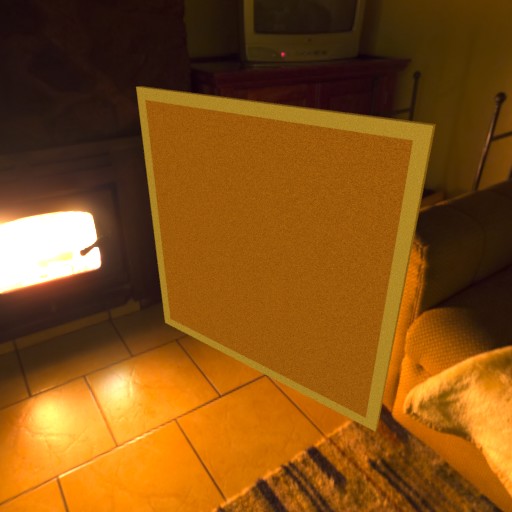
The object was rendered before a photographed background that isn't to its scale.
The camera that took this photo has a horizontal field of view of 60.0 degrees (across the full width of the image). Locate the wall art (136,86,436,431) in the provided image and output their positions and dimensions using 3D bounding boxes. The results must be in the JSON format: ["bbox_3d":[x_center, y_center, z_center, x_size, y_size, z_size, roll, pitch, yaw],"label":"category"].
[{"bbox_3d":[0.000,0.000,0.685,0.456,0.457,0.009,19,34,31],"label":"wall art"}]
